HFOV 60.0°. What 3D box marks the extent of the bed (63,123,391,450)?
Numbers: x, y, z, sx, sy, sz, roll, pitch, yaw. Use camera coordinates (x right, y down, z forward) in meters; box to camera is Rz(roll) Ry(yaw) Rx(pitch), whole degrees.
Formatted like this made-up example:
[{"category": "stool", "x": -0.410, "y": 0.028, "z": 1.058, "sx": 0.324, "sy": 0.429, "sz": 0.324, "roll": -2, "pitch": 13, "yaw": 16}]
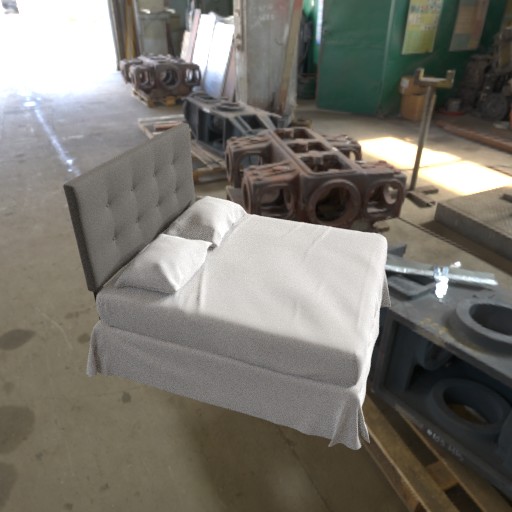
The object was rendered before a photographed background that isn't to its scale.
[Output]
[{"category": "bed", "x": 0.000, "y": 0.000, "z": 3.584, "sx": 2.222, "sy": 1.577, "sz": 1.936, "roll": 10, "pitch": 33, "yaw": 17}]
